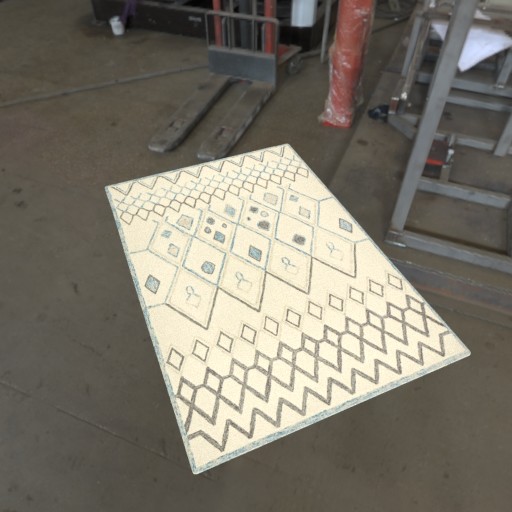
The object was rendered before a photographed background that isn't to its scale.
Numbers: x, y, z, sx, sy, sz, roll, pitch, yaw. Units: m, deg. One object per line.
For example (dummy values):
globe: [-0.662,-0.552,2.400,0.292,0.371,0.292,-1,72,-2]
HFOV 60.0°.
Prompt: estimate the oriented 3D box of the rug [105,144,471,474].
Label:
rug: [0.000,0.000,2.331,1.260,0.009,1.820,-17,48,-16]
